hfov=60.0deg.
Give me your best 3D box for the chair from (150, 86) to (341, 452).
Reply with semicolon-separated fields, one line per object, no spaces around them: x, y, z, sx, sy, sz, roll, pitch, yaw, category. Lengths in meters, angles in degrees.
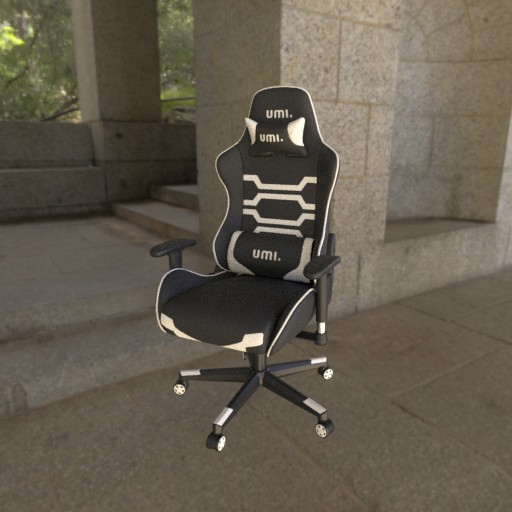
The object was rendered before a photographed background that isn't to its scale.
0.000;0.000;1.664;0.700;1.240;0.700;7;16;25;chair
